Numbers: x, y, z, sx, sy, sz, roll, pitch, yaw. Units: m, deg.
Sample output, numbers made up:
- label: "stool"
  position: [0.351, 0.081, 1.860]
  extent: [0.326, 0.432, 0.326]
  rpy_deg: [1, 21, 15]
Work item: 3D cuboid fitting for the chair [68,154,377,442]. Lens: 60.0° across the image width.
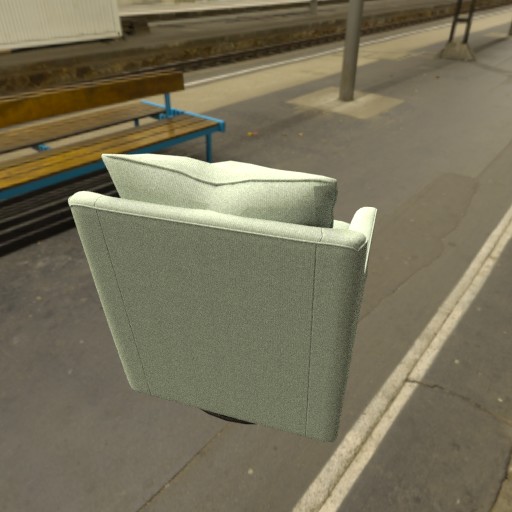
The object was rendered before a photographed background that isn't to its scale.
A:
- label: "chair"
  position: [0.000, 0.000, 1.547]
  extent: [0.760, 0.926, 0.870]
  rpy_deg: [10, 34, 15]
